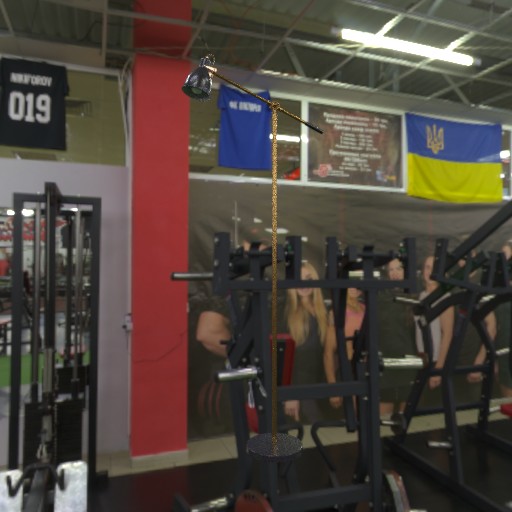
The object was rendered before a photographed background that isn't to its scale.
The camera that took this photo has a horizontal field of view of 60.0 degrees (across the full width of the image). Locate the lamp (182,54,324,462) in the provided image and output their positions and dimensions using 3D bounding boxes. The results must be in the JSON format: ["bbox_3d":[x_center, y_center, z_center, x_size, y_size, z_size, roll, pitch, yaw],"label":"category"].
[{"bbox_3d":[0.000,0.000,1.845,0.618,1.628,0.235,0,-1,-17],"label":"lamp"}]
